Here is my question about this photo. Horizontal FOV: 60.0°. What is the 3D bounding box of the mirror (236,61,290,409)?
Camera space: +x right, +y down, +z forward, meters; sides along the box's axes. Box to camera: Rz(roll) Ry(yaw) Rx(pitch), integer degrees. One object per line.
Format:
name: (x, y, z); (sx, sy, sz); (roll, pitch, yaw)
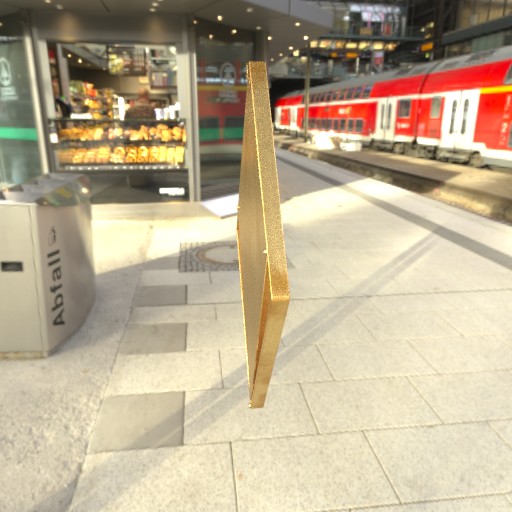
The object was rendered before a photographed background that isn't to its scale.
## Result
mirror: (0.000, 0.000, 0.840); (0.032, 0.679, 0.419); (-3, 18, -9)
